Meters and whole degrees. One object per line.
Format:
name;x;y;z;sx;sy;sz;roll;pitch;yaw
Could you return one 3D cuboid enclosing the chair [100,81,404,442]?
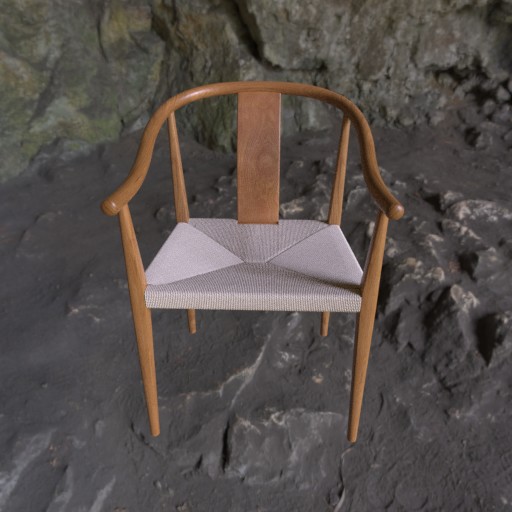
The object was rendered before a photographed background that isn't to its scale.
chair;0.000;0.000;1.182;0.556;0.800;0.579;1;29;2
